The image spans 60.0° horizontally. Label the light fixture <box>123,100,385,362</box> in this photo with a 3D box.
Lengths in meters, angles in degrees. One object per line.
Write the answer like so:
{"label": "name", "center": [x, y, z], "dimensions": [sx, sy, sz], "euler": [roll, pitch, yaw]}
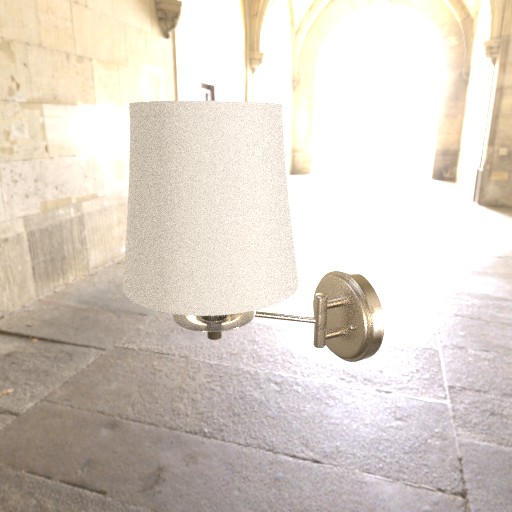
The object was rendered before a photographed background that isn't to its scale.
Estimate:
{"label": "light fixture", "center": [0.000, 0.000, 0.592], "dimensions": [0.348, 0.381, 0.223], "euler": [-8, 18, -26]}
